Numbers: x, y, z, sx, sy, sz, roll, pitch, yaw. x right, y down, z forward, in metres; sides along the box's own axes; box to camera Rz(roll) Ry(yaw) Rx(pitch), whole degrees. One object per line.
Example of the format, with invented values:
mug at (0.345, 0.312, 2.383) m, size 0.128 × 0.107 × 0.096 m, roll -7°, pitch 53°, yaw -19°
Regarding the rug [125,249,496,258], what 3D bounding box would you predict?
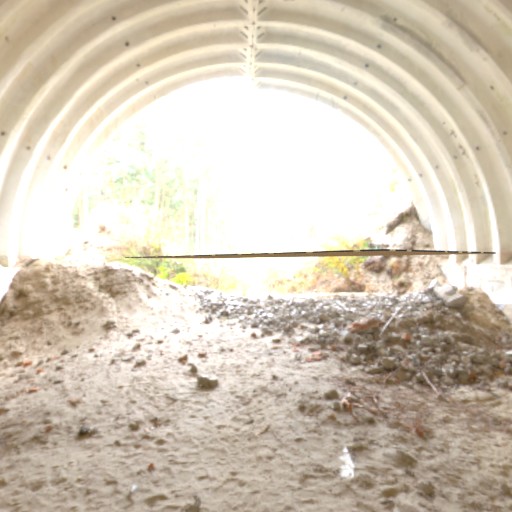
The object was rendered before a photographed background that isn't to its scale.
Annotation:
rug at (0.000, 0.000, 2.486) m, size 0.685 × 0.006 × 2.296 m, roll 1°, pitch -1°, yaw -36°
